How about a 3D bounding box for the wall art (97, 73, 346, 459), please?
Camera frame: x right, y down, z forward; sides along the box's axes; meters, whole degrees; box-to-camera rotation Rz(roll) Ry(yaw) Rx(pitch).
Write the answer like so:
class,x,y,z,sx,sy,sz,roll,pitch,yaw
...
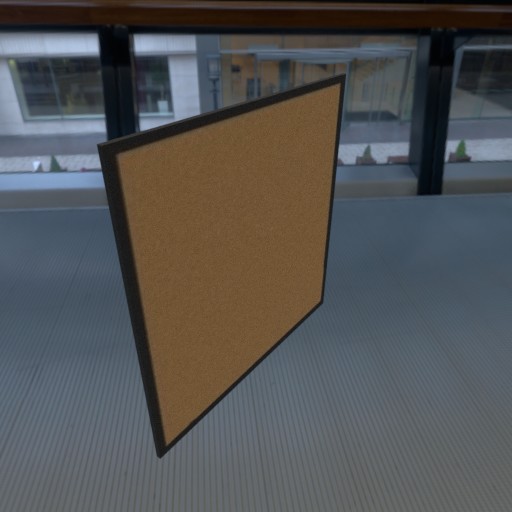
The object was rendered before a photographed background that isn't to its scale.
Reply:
class,x,y,z,sx,sy,sz,roll,pitch,yaw
wall art,0.000,0.000,1.207,0.013,0.823,0.823,22,38,31
